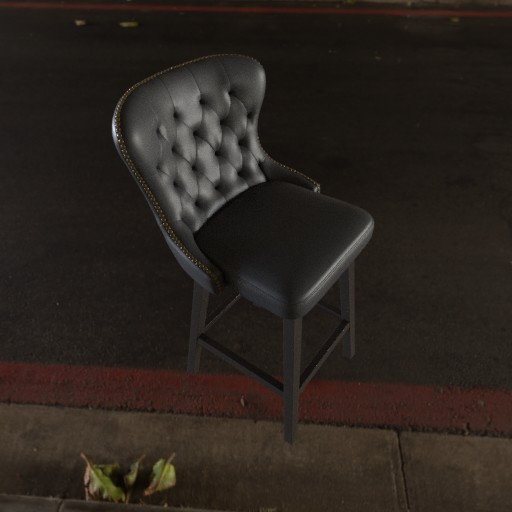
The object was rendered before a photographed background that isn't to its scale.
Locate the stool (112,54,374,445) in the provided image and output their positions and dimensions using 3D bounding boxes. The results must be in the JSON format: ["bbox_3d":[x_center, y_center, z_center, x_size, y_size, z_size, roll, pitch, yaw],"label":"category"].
[{"bbox_3d":[0.000,0.000,1.317,0.593,0.971,0.528,26,48,26],"label":"stool"}]
